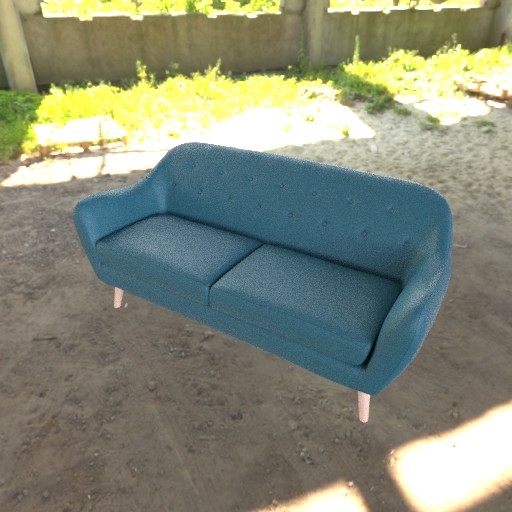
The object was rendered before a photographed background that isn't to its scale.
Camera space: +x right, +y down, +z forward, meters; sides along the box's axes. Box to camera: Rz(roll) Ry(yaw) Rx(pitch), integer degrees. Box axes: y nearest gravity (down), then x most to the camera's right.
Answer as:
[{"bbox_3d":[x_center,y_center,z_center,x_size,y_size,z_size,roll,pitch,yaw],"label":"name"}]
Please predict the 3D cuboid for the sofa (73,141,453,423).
[{"bbox_3d":[0.000,0.000,2.288,1.840,0.836,0.820,18,34,28],"label":"sofa"}]
